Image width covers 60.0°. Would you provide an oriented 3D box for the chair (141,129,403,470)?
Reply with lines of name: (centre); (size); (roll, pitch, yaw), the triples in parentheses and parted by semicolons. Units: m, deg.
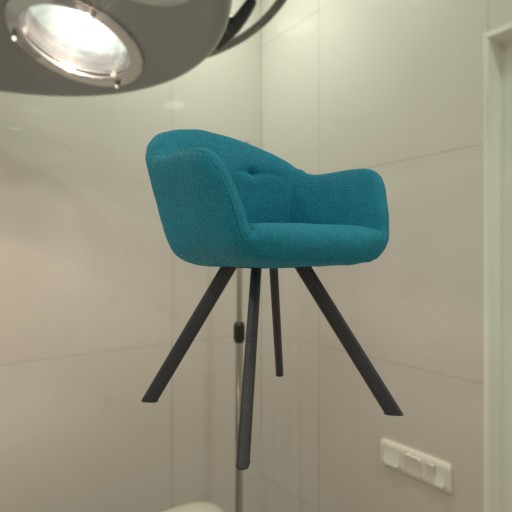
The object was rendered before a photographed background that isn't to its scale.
chair: (0.000, 0.000, 1.166); (0.545, 0.775, 0.565); (0, 0, -36)
